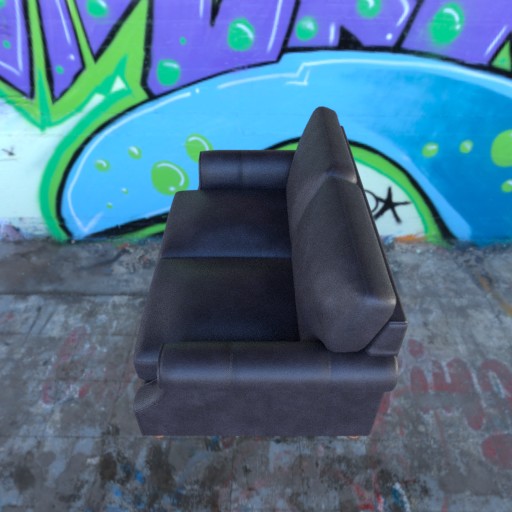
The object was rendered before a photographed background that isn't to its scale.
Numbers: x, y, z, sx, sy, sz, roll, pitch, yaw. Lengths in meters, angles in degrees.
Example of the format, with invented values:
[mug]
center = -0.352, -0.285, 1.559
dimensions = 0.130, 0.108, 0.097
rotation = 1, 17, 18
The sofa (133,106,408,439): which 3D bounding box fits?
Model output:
[sofa]
center = 0.000, 0.000, 2.267
dimensions = 1.030, 0.979, 1.663
rotation = 0, 41, 0
